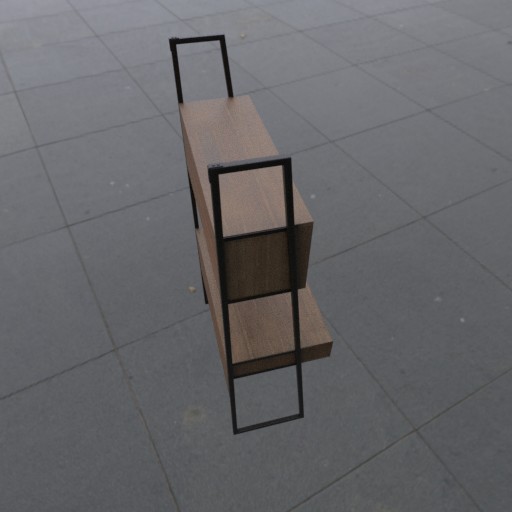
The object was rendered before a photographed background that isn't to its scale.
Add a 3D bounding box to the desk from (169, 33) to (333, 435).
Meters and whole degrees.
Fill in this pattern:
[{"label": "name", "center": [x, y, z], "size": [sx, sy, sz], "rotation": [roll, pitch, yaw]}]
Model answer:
[{"label": "desk", "center": [0.000, 0.000, 2.231], "size": [0.515, 1.809, 0.982], "rotation": [-10, 47, -10]}]
